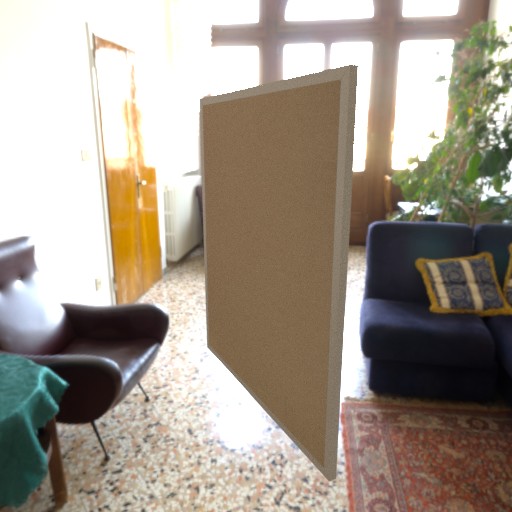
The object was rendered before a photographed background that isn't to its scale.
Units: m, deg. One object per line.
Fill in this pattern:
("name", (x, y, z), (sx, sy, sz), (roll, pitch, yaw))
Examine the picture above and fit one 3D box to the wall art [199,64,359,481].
("wall art", (0.000, 0.000, 0.775), (0.012, 0.557, 0.482), (-7, 16, -26))
